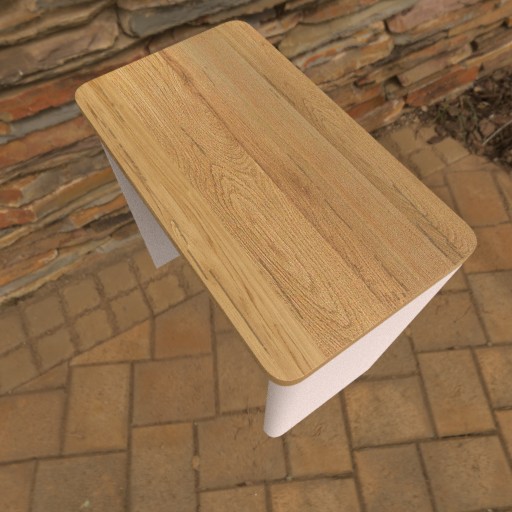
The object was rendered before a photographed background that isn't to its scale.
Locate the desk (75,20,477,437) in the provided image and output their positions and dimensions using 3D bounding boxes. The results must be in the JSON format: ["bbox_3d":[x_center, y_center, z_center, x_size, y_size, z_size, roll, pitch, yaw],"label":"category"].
[{"bbox_3d":[0.000,0.000,1.197,0.440,0.790,0.760,-32,66,-16],"label":"desk"}]
